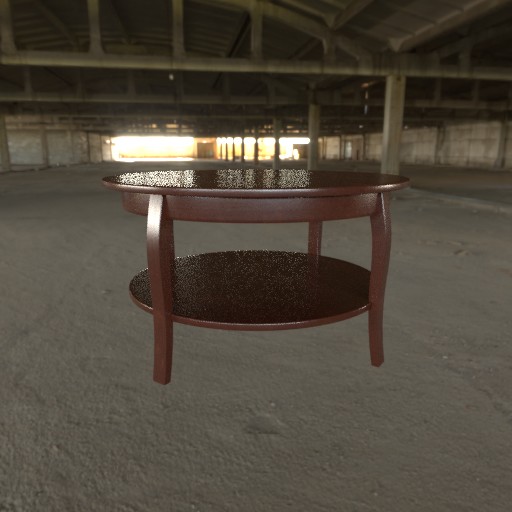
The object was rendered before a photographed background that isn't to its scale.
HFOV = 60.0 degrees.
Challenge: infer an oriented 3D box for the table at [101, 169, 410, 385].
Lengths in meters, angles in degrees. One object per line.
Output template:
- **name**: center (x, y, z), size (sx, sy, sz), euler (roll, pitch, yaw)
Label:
- **table**: center (0.000, 0.000, 1.438), size (0.911, 0.512, 0.911), euler (0, 13, 0)
